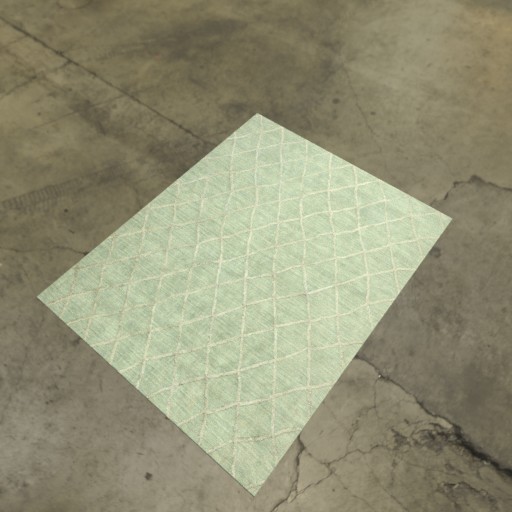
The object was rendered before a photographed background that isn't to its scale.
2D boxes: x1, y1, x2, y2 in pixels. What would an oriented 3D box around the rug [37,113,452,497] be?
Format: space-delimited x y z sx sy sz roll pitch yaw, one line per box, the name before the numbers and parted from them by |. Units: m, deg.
rug | 0.000 0.000 4.052 2.420 0.019 3.039 34 64 20
